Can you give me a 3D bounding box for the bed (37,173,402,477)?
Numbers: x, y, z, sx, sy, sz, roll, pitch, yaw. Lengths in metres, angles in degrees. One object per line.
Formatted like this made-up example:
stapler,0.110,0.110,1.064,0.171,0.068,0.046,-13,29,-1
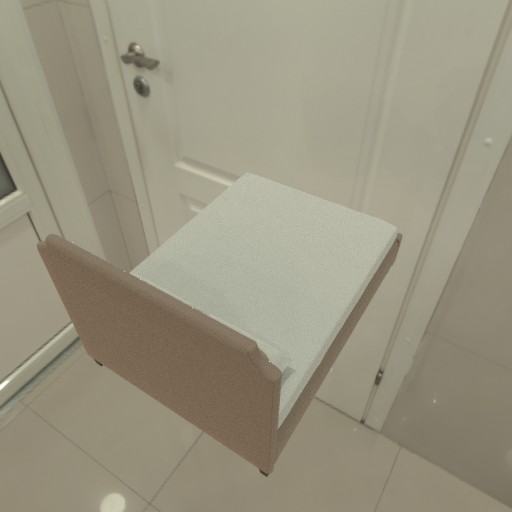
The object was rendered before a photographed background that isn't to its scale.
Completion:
bed,0.000,0.000,3.467,1.713,1.443,2.372,24,49,23
